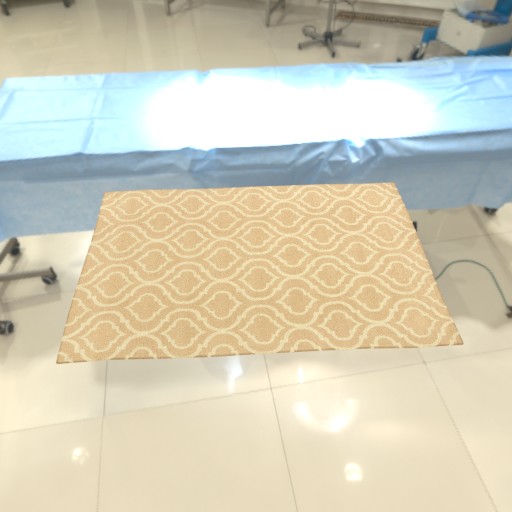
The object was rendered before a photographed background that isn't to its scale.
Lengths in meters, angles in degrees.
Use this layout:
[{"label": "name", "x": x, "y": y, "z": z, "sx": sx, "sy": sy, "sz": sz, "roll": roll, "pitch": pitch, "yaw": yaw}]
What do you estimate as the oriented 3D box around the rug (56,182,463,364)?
[{"label": "rug", "x": 0.000, "y": 0.000, "z": 2.281, "sx": 1.761, "sy": 0.013, "sz": 1.152, "roll": -2, "pitch": 47, "yaw": -2}]
